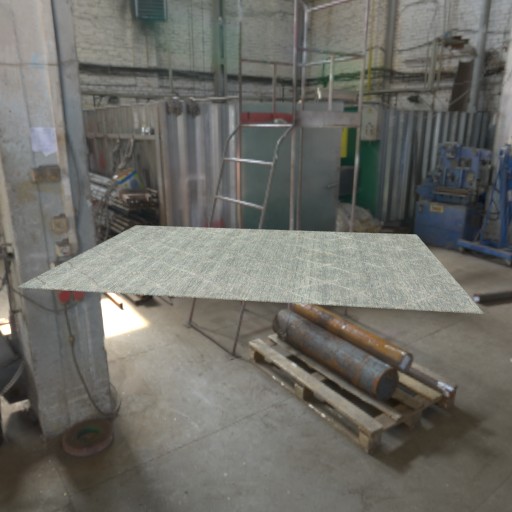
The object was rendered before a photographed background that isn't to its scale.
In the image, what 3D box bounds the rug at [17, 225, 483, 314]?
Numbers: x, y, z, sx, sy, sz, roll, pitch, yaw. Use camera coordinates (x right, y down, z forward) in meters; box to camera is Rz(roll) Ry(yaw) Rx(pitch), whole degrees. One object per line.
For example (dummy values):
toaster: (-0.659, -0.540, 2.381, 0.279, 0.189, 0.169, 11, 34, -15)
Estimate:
rug: (0.000, 0.000, 2.866, 2.283, 0.006, 1.521, 2, 16, 8)
